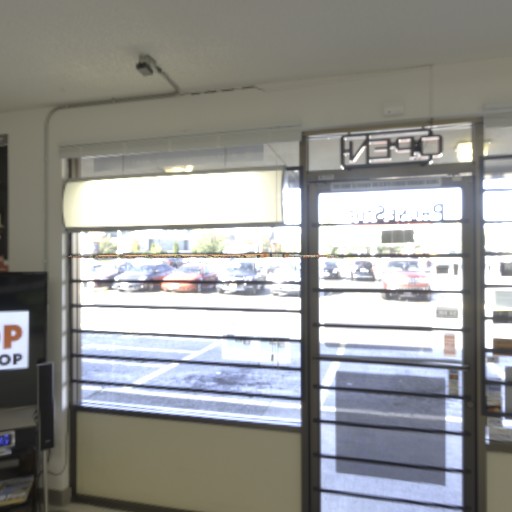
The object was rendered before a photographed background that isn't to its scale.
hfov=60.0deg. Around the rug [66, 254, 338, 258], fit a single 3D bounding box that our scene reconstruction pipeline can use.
[{"bbox_3d":[0.000,0.000,2.661,0.695,0.017,2.455,0,0,18],"label":"rug"}]
